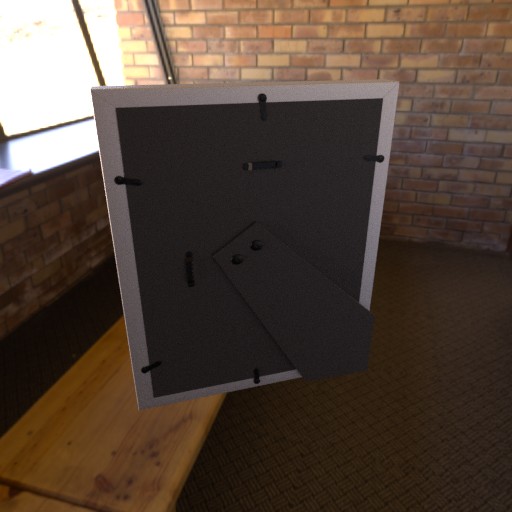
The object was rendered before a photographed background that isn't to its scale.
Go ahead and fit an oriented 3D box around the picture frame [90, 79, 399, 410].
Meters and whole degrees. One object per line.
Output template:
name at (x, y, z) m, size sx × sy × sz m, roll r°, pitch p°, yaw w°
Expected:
picture frame at (0.000, 0.000, 0.389) m, size 0.233 × 0.282 × 0.036 m, roll -7°, pitch 27°, yaw -15°
